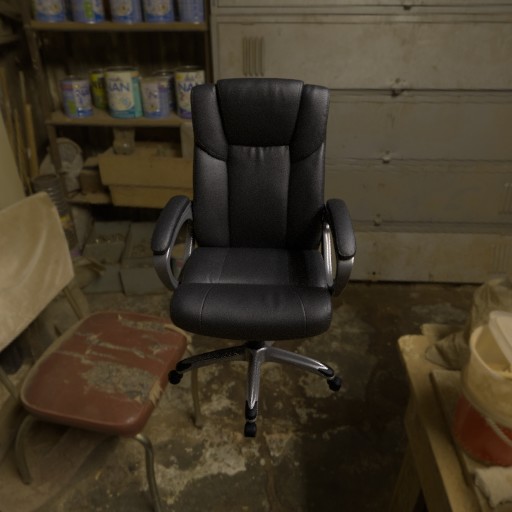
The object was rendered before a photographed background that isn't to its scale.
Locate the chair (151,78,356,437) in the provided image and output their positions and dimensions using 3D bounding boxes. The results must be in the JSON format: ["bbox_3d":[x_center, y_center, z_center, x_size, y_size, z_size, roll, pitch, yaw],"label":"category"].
[{"bbox_3d":[0.000,0.000,1.622,0.721,1.130,0.719,2,31,4],"label":"chair"}]
